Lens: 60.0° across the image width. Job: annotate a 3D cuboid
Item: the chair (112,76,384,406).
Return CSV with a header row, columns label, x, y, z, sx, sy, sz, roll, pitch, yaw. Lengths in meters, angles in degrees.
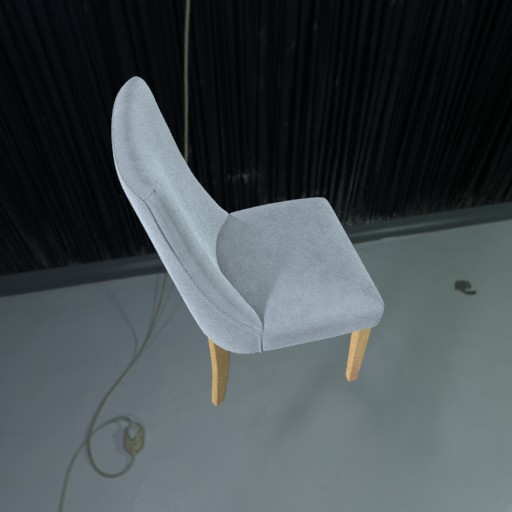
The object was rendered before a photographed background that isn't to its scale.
label,x,y,z,sx,sy,sz,roll,pitch,yaw
chair,0.000,0.000,1.264,0.610,0.902,0.495,-10,47,-9
